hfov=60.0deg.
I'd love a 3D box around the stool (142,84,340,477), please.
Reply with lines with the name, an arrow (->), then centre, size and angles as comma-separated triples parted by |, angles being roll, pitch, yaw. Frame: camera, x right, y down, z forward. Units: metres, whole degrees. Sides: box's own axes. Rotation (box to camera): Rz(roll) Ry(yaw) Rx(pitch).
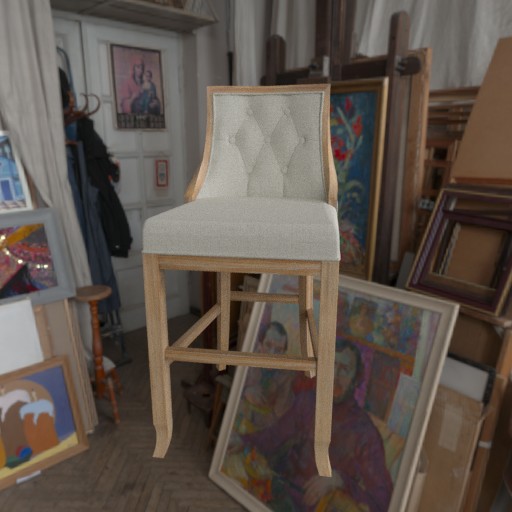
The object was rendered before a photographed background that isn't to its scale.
stool -> 0.000, 0.000, 1.438 | 0.524, 1.101, 0.626 | 2, 15, 9
